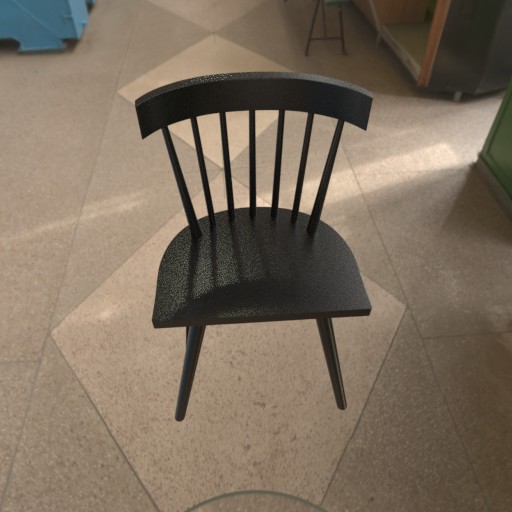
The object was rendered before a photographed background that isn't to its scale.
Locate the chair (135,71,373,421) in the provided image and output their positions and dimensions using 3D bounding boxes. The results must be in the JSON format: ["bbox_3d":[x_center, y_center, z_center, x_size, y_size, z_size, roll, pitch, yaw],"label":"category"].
[{"bbox_3d":[0.000,0.000,1.149,0.506,0.844,0.483,-3,46,-3],"label":"chair"}]
